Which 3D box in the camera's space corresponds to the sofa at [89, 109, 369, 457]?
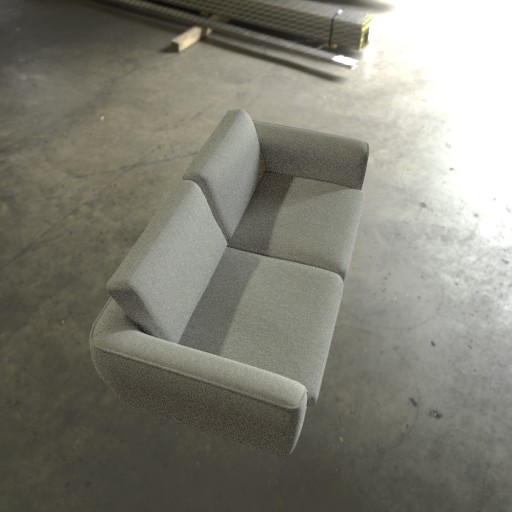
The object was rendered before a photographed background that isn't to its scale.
[{"bbox_3d":[0.000,0.000,2.241,0.920,0.850,1.700,13,49,12],"label":"sofa"}]
